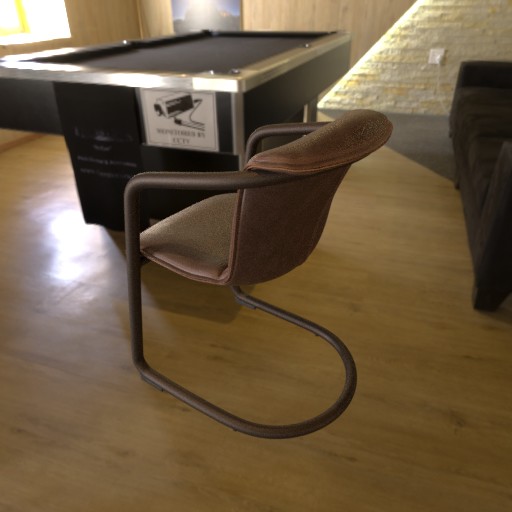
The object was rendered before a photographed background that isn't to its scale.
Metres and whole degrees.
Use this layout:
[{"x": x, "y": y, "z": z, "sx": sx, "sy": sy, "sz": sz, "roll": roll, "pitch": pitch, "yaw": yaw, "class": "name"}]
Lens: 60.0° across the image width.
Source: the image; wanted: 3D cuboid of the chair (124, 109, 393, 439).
[{"x": 0.000, "y": 0.000, "z": 1.259, "sx": 0.664, "sy": 0.836, "sz": 0.536, "roll": 20, "pitch": 36, "yaw": 29, "class": "chair"}]
